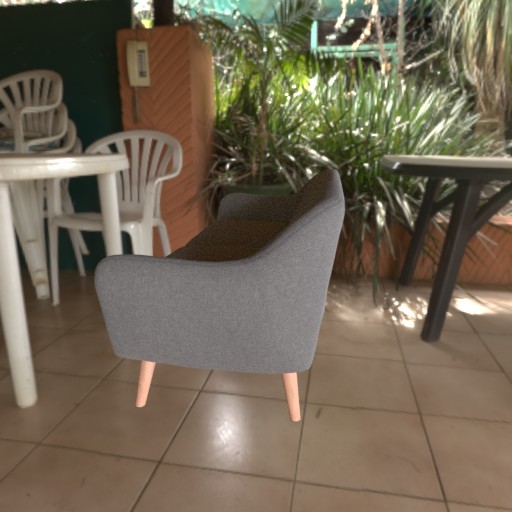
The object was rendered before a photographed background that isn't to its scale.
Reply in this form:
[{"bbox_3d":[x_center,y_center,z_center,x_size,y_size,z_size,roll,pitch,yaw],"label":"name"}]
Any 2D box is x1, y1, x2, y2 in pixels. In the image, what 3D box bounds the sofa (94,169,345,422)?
[{"bbox_3d":[0.000,0.000,2.257,0.820,0.820,1.840,2,15,9],"label":"sofa"}]
